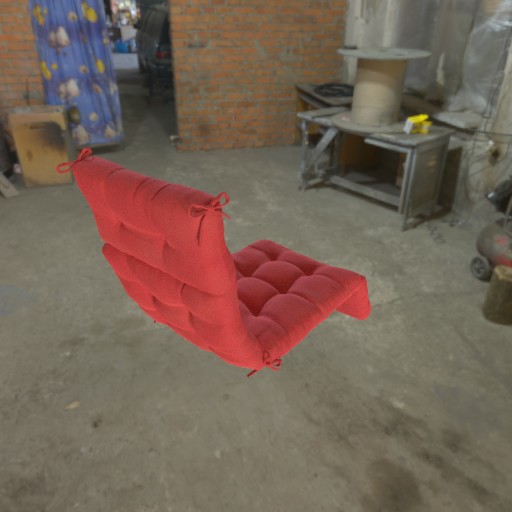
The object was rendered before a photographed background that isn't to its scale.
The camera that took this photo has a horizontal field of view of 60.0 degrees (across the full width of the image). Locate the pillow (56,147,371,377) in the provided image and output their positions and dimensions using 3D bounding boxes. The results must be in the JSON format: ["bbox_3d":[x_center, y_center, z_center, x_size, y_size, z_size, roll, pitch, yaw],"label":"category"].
[{"bbox_3d":[0.000,0.000,1.527,0.526,0.863,1.016,22,36,33],"label":"pillow"}]
